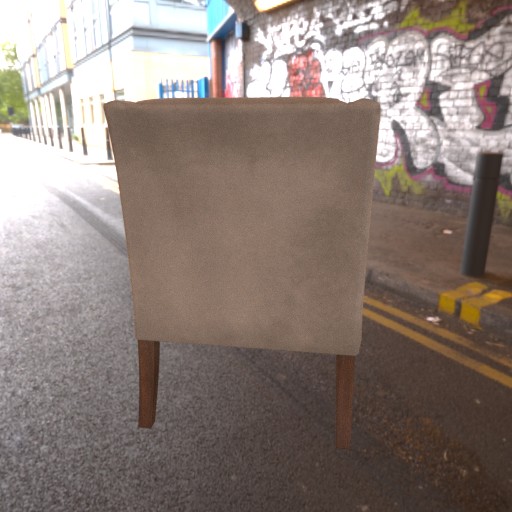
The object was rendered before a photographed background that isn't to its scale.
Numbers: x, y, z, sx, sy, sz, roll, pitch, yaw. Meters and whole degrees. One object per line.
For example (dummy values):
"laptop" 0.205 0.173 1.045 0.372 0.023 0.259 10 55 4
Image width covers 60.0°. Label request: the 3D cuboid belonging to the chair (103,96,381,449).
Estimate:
"chair" 0.000 0.000 1.362 0.629 0.895 0.629 3 17 8
